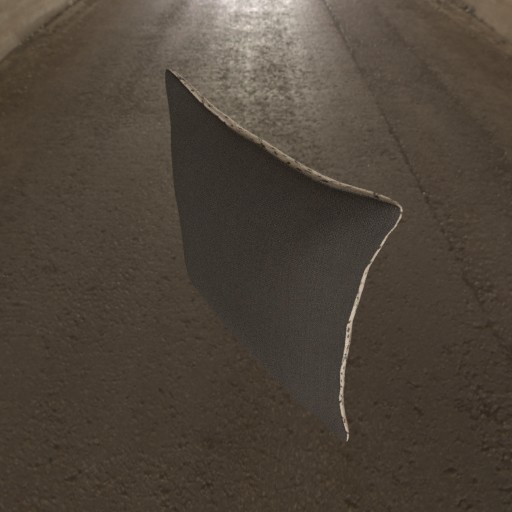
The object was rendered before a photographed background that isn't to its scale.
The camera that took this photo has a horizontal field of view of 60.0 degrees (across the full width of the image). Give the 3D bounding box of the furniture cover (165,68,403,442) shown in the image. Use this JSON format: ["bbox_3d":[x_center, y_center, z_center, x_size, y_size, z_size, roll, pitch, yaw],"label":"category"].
[{"bbox_3d":[0.000,0.000,0.768,0.180,0.498,0.525,-25,46,-27],"label":"furniture cover"}]
